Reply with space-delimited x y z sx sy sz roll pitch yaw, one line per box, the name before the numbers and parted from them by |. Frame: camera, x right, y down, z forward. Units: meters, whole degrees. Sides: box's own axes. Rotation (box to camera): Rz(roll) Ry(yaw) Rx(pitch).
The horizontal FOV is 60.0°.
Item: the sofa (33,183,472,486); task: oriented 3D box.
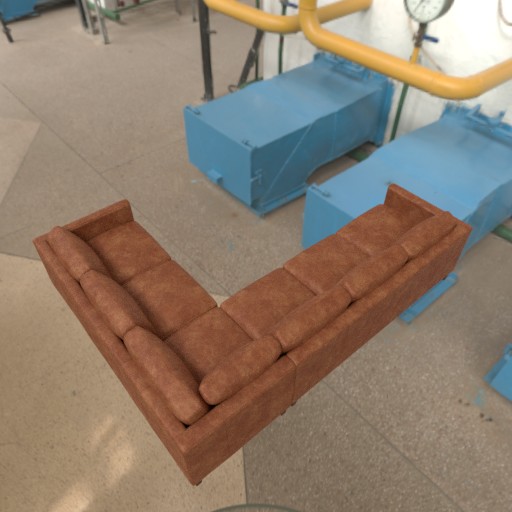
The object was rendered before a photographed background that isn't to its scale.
sofa | 0.000 0.000 4.162 3.167 0.838 2.438 -31 53 -27
